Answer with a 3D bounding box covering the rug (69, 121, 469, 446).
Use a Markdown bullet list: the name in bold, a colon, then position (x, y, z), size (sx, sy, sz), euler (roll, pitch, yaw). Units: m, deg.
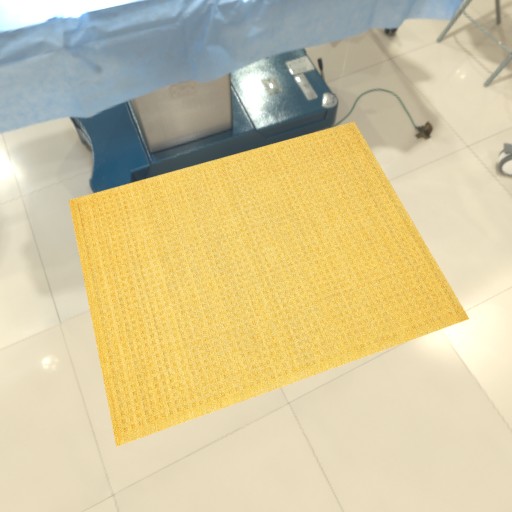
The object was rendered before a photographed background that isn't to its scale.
- **rug**: position (0.000, 0.000, 4.314), size (3.242, 0.015, 2.486), euler (-17, 65, -8)
